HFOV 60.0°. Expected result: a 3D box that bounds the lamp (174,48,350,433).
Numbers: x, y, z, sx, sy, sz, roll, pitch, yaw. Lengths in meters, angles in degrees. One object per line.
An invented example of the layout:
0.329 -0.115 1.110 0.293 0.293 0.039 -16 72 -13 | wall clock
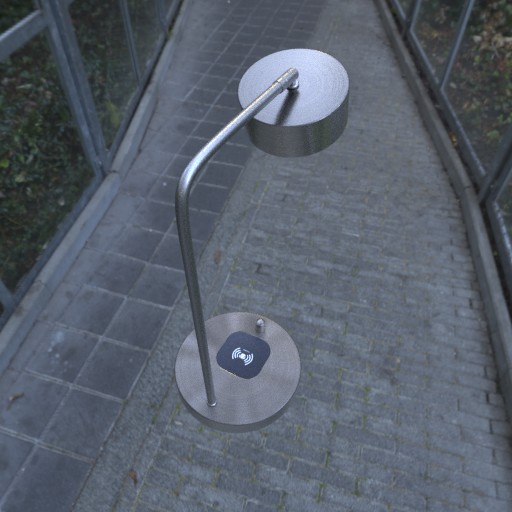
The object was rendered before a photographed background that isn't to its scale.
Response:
0.000 0.000 0.628 0.211 0.469 0.334 22 51 20 | lamp
